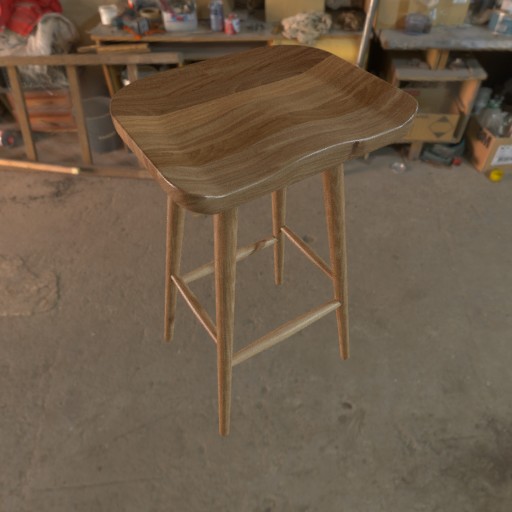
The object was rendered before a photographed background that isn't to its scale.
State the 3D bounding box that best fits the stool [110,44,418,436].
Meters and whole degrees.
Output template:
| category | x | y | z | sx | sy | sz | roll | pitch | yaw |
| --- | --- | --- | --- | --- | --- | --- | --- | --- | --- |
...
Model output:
| category | x | y | z | sx | sy | sz | roll | pitch | yaw |
| --- | --- | --- | --- | --- | --- | --- | --- | --- | --- |
| stool | 0.000 | 0.000 | 0.924 | 0.407 | 0.698 | 0.322 | -25 | 51 | -22 |
